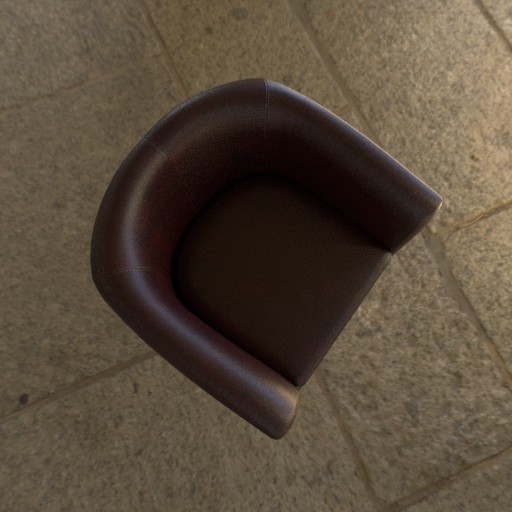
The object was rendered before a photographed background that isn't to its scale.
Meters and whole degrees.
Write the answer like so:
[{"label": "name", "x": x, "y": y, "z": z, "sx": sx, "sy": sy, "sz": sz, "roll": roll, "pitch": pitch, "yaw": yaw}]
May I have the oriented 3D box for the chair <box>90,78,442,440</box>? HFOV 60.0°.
[{"label": "chair", "x": 0.000, "y": 0.000, "z": 1.413, "sx": 0.727, "sy": 0.756, "sz": 0.792, "roll": 36, "pitch": 78, "yaw": 9}]
